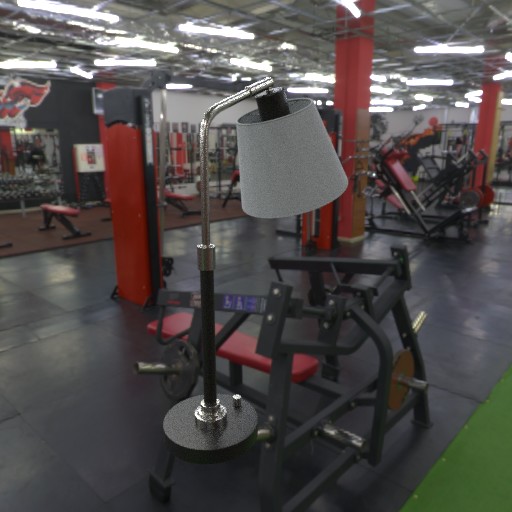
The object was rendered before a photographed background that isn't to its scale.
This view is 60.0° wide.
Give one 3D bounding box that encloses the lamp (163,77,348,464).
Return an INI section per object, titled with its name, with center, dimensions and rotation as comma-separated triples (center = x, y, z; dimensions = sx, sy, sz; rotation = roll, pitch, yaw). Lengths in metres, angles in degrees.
[lamp]
center = 0.000, 0.000, 0.705
dimensions = 0.348, 0.539, 0.181
rotation = -13, 19, -43
